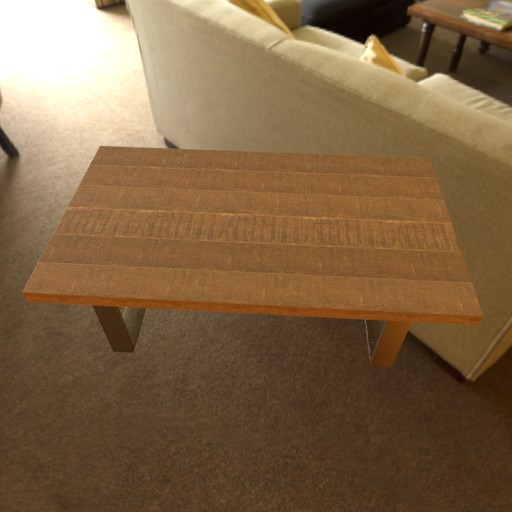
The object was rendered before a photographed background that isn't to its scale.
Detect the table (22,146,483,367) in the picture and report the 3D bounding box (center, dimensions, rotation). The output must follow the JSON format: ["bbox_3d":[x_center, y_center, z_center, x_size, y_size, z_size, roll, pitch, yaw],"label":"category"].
[{"bbox_3d":[0.000,0.000,1.772,1.400,0.440,0.800,3,48,2],"label":"table"}]
